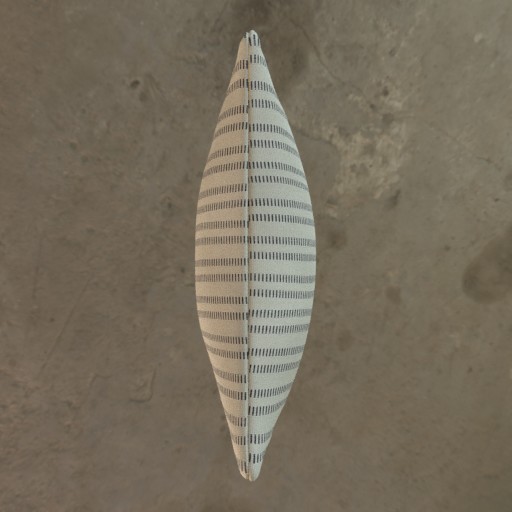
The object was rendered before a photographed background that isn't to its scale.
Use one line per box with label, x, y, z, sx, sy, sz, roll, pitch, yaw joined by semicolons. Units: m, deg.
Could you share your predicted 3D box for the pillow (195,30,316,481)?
pillow;0.000;0.000;0.787;0.210;0.353;0.640;0;88;0
